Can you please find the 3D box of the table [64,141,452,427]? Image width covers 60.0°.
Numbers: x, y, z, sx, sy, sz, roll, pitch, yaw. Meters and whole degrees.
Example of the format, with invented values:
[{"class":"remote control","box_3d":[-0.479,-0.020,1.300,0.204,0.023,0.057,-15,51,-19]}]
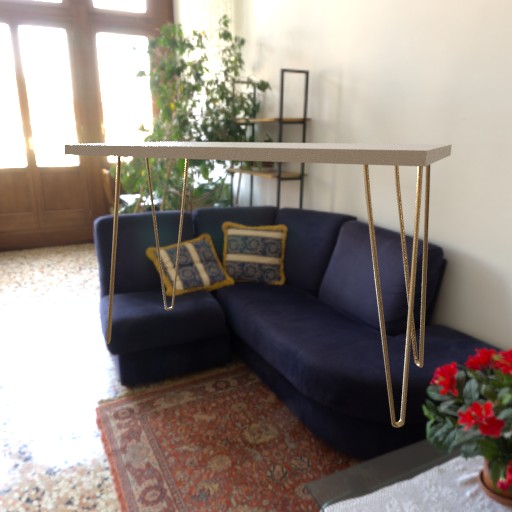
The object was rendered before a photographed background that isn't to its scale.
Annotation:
[{"class":"table","box_3d":[0.000,0.000,1.354,0.991,0.660,0.498,8,17,27]}]
